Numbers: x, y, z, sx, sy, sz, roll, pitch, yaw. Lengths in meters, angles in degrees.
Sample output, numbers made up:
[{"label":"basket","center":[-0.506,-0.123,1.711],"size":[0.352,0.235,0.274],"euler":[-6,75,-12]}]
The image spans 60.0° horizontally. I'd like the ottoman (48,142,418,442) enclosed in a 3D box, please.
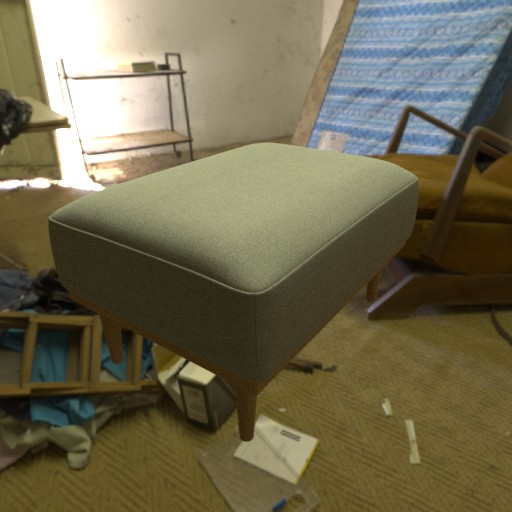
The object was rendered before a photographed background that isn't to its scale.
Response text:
[{"label":"ottoman","center":[0.000,0.000,1.083],"size":[0.549,0.428,0.749],"euler":[18,31,31]}]
